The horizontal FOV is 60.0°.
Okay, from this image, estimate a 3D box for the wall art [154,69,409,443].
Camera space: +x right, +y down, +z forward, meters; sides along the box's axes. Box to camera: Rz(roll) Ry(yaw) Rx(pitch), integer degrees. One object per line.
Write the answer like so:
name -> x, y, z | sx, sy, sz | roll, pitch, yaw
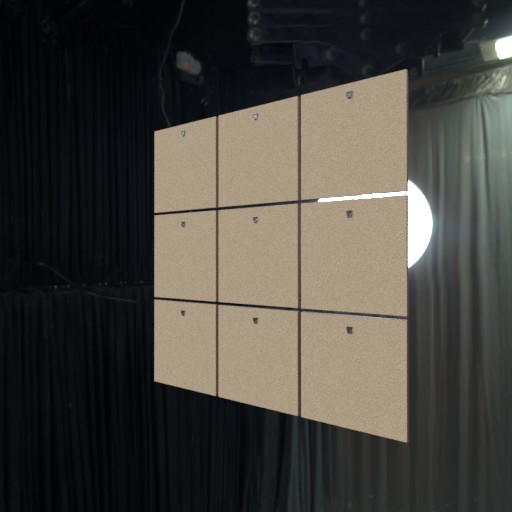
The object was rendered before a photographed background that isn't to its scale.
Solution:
wall art -> 0.000, 0.000, 1.341 | 0.906, 0.904, 0.018 | 0, 0, 36
